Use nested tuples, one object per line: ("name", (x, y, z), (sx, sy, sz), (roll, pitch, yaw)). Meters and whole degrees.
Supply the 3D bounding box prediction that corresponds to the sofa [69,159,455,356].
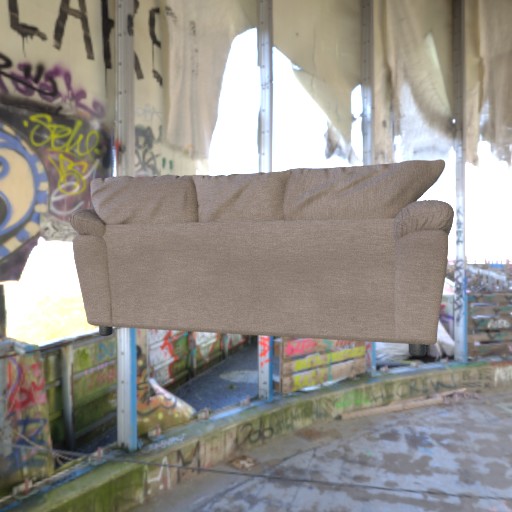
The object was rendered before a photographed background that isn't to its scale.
("sofa", (0.000, 0.000, 2.898), (2.390, 1.043, 0.927), (0, 0, 17))
